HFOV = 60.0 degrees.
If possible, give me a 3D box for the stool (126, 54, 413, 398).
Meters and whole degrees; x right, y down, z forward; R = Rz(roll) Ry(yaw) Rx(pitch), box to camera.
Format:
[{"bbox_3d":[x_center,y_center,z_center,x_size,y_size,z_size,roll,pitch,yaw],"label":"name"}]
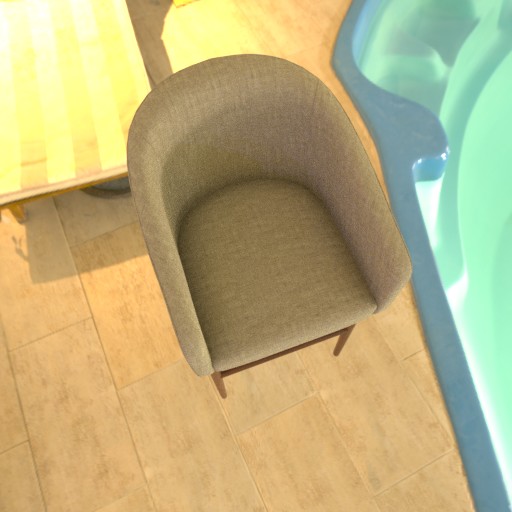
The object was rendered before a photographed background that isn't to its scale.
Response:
[{"bbox_3d":[0.000,0.000,1.359,0.559,0.952,0.635,-18,65,-9],"label":"stool"}]
